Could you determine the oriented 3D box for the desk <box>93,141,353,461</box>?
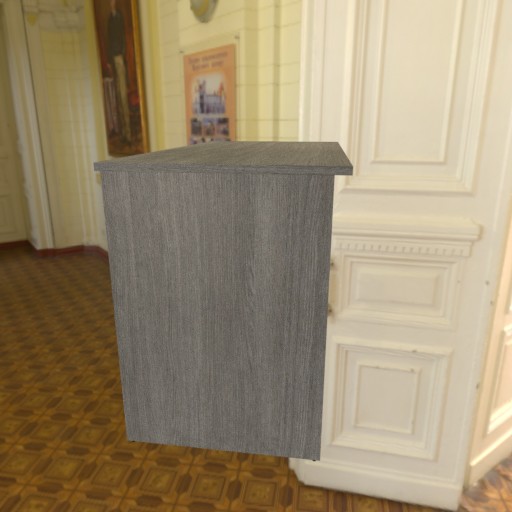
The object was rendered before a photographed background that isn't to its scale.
[{"bbox_3d":[0.000,0.000,1.561,0.560,0.735,1.097,2,17,8],"label":"desk"}]
